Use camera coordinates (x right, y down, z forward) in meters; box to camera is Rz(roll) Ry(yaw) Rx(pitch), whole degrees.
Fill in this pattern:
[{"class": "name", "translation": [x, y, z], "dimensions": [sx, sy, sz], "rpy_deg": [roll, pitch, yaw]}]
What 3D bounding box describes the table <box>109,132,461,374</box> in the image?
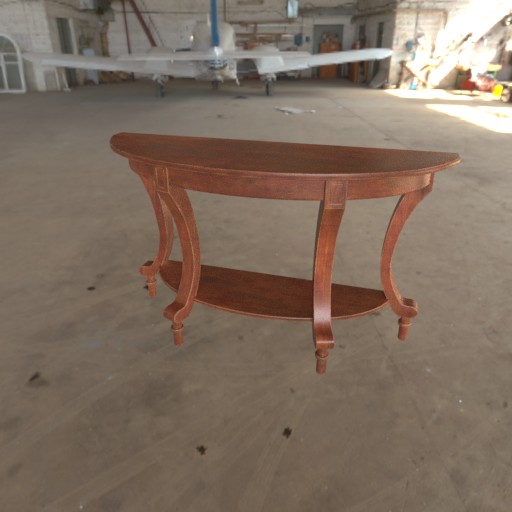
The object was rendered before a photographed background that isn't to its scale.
[{"class": "table", "translation": [0.000, 0.000, 1.517], "dimensions": [1.198, 0.699, 0.394], "rpy_deg": [8, 27, 15]}]
